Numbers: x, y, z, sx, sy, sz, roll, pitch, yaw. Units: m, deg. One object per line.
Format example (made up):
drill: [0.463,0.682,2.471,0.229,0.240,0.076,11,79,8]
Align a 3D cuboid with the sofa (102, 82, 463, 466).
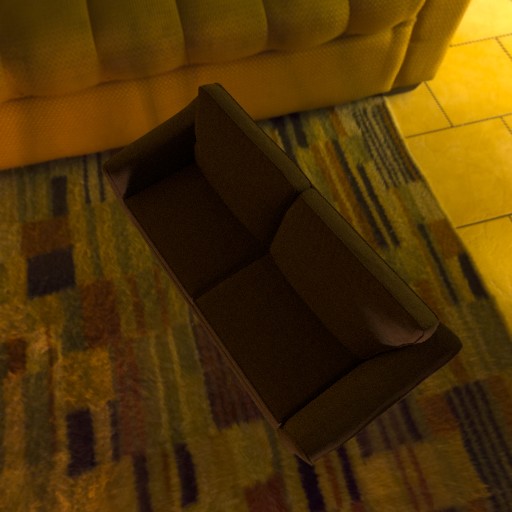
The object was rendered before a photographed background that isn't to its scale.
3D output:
sofa: [0.000,0.000,2.728,0.971,0.950,2.270,-33,68,-15]
